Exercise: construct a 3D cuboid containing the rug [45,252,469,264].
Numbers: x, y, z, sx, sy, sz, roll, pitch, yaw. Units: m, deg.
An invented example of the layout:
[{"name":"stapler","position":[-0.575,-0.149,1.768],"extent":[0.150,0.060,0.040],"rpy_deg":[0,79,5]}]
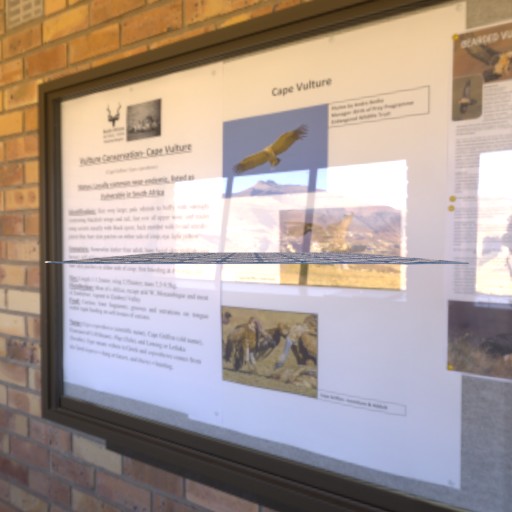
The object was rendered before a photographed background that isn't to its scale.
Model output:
[{"name":"rug","position":[0.000,0.000,3.784],"extent":[2.277,0.020,2.867],"rpy_deg":[0,2,0]}]
